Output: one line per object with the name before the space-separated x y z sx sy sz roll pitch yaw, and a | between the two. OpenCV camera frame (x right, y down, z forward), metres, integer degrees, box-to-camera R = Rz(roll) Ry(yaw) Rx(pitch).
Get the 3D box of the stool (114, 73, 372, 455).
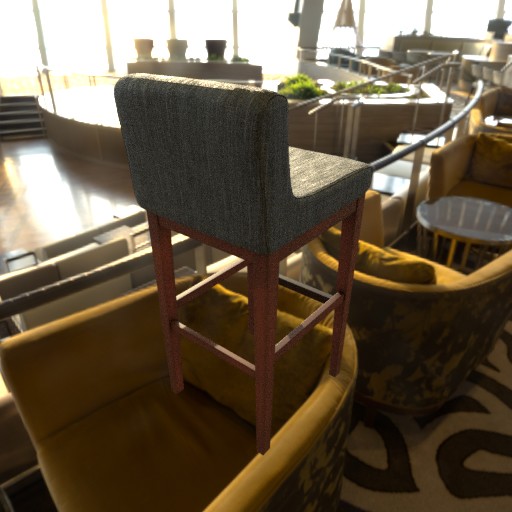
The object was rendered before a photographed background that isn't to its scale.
stool | 0.000 0.000 1.241 0.426 0.965 0.499 21 35 34
